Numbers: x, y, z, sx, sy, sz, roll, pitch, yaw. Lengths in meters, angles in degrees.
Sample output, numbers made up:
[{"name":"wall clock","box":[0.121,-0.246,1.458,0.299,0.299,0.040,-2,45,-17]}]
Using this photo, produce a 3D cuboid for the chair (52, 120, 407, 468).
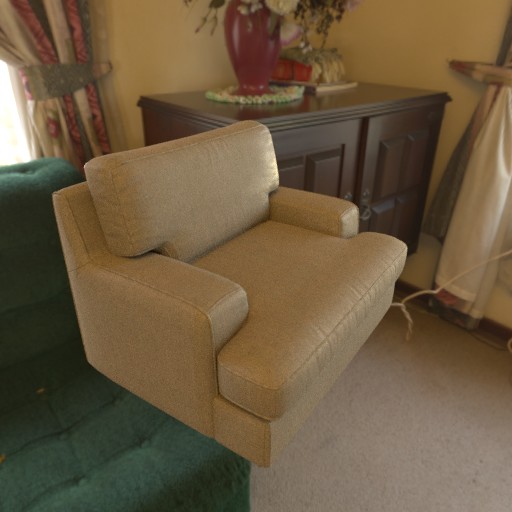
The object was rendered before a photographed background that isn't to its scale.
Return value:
[{"name":"chair","box":[0.000,0.000,1.962,1.043,0.974,1.270,17,31,30]}]
